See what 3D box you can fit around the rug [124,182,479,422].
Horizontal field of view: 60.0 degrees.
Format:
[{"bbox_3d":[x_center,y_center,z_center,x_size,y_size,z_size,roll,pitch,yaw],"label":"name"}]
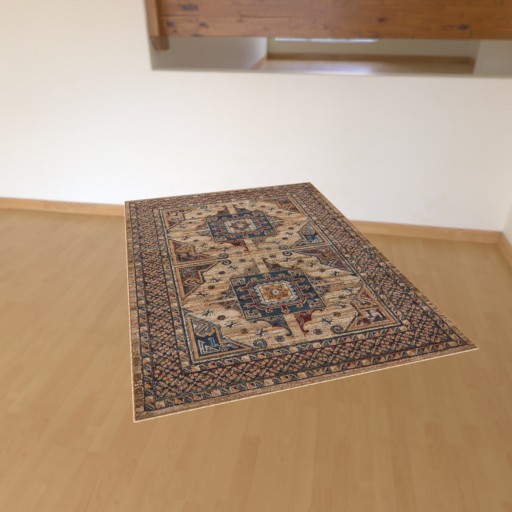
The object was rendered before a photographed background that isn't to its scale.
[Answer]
[{"bbox_3d":[0.000,0.000,2.860,1.611,0.008,2.227,-8,32,-13],"label":"rug"}]
